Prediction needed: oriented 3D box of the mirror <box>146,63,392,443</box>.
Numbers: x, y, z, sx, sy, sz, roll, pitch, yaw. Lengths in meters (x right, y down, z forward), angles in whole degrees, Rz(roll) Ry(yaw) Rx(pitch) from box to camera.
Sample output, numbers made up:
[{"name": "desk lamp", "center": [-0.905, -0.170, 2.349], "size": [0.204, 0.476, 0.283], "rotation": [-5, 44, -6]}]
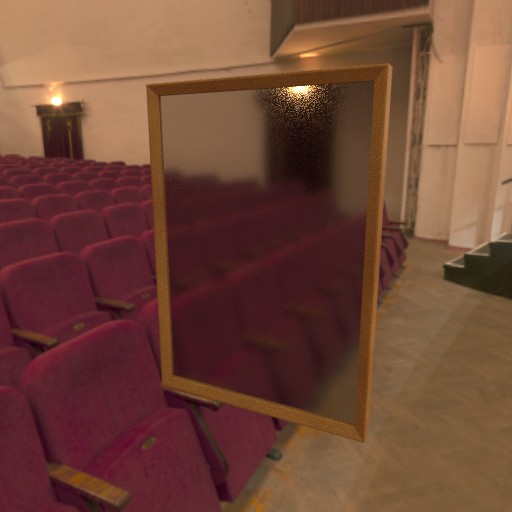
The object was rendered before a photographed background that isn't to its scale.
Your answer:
[{"name": "mirror", "center": [0.000, 0.000, 0.935], "size": [0.507, 0.710, 0.039], "rotation": [6, 15, 26]}]
